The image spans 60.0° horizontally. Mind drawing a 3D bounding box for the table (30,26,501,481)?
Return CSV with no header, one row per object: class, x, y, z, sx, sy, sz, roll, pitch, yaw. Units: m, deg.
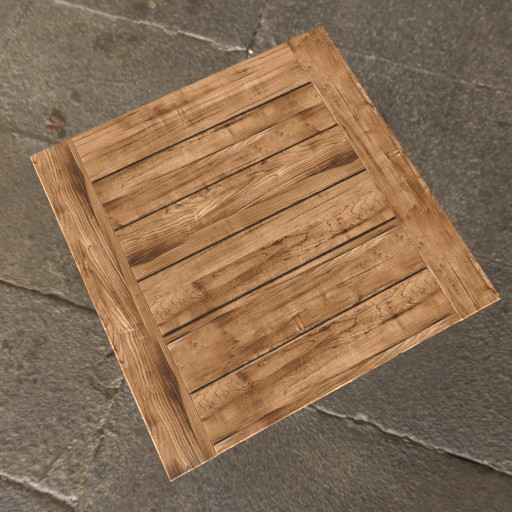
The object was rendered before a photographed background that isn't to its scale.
table,0.000,0.000,0.995,0.610,0.457,0.610,-27,77,-6
